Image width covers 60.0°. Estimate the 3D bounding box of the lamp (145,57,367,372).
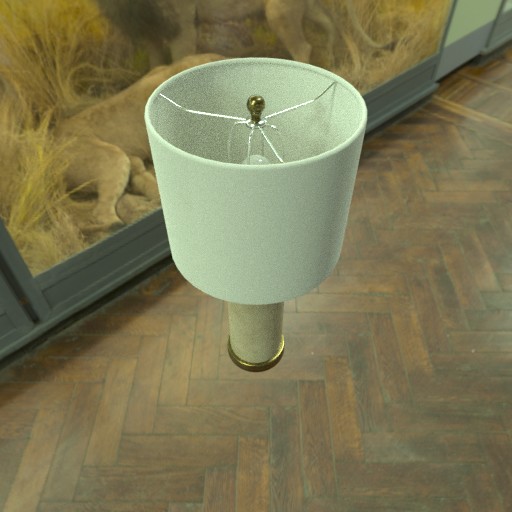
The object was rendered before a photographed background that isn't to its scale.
[{"bbox_3d":[0.000,0.000,0.835,0.305,0.634,0.305,11,47,10],"label":"lamp"}]
